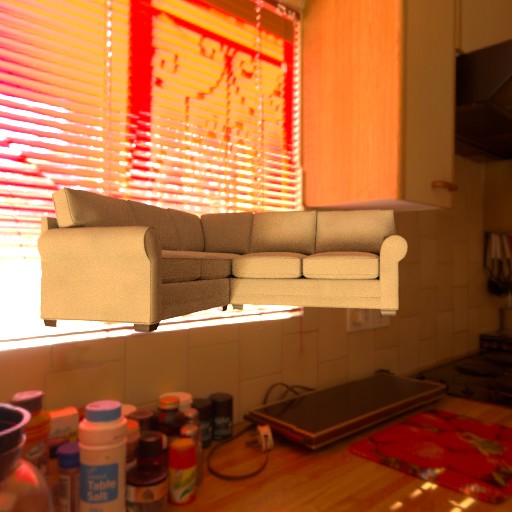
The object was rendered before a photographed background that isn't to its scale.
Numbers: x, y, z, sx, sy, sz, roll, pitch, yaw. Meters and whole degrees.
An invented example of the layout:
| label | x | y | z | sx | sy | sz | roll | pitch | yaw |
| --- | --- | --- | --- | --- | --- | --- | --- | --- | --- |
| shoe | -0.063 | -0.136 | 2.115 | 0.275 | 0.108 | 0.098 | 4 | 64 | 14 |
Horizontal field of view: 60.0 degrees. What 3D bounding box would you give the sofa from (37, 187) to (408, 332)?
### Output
| label | x | y | z | sx | sy | sz | roll | pitch | yaw |
| --- | --- | --- | --- | --- | --- | --- | --- | --- | --- |
| sofa | 0.000 | 0.000 | 3.926 | 2.562 | 1.053 | 2.487 | 0 | -1 | 18 |
